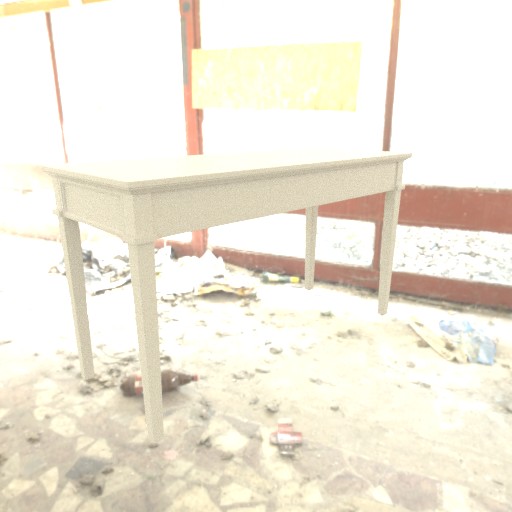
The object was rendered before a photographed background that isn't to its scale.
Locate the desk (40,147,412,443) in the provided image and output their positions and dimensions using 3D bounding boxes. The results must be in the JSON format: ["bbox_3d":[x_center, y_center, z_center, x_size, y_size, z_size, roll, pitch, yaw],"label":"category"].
[{"bbox_3d":[0.000,0.000,1.788,1.372,0.774,0.559,-16,23,-42],"label":"desk"}]
